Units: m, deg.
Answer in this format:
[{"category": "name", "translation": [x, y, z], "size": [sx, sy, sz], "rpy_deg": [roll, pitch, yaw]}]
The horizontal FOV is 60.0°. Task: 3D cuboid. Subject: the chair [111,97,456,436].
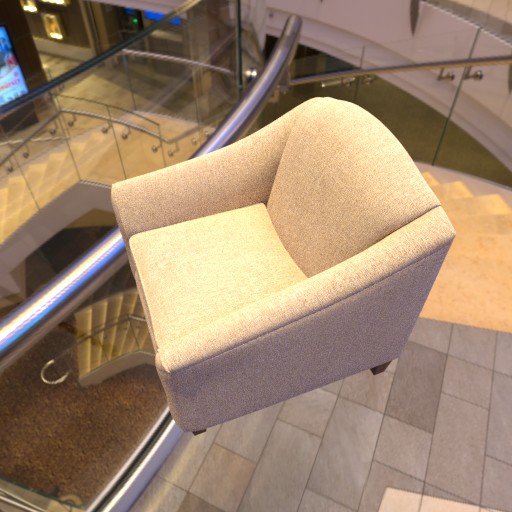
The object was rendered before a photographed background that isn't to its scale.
[{"category": "chair", "translation": [0.000, 0.000, 1.445], "size": [0.787, 0.839, 0.763], "rpy_deg": [-16, 49, -15]}]
